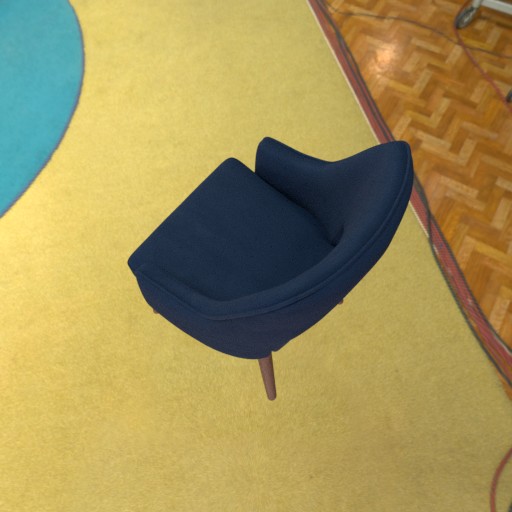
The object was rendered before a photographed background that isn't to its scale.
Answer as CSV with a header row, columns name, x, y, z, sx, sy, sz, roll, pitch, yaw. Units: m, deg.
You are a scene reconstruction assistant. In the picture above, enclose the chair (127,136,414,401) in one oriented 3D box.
name,x,y,z,sx,sy,sz,roll,pitch,yaw
chair,0.000,0.000,1.212,0.591,0.844,0.559,34,68,16
